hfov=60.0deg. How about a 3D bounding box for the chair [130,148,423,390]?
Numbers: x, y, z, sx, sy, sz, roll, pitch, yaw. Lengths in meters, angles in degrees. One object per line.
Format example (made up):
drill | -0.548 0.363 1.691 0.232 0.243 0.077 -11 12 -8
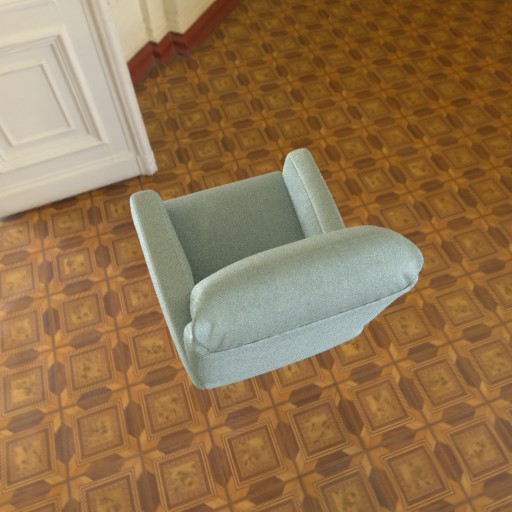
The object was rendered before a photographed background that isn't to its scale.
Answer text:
chair | 0.000 0.000 1.662 0.812 1.013 0.940 -17 59 -11
